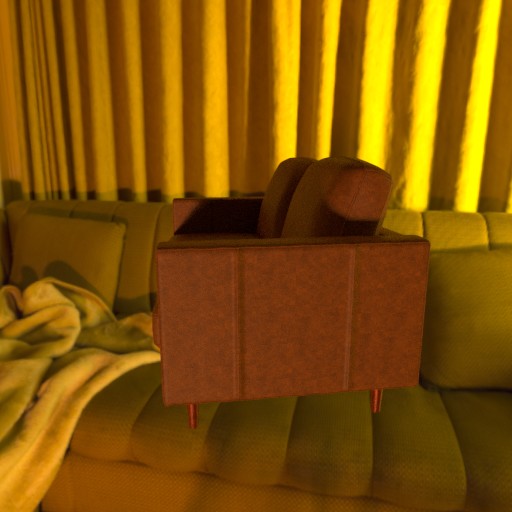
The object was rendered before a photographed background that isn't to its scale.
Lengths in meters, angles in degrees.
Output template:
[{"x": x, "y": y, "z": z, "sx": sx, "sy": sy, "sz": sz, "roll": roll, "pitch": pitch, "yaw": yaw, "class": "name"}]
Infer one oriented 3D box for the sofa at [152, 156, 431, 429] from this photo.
[{"x": 0.000, "y": 0.000, "z": 2.165, "sx": 0.909, "sy": 0.951, "sz": 1.578, "roll": -2, "pitch": 13, "yaw": -8, "class": "sofa"}]
